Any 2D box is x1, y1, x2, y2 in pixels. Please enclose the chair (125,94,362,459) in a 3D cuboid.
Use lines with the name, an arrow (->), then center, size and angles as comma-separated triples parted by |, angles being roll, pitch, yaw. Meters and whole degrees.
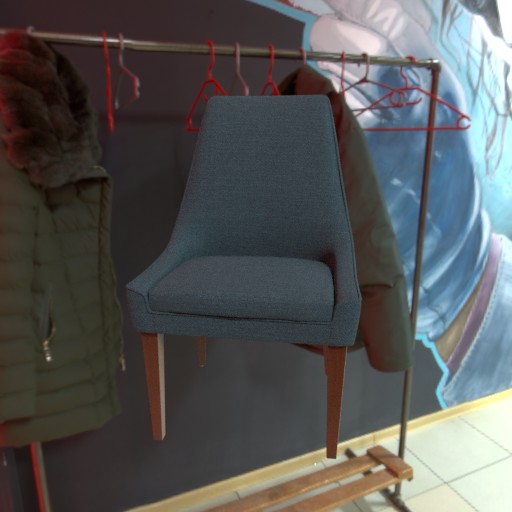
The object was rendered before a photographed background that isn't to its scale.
chair -> 0.000, 0.000, 1.204 | 0.529, 0.861, 0.544 | 2, 15, 9
